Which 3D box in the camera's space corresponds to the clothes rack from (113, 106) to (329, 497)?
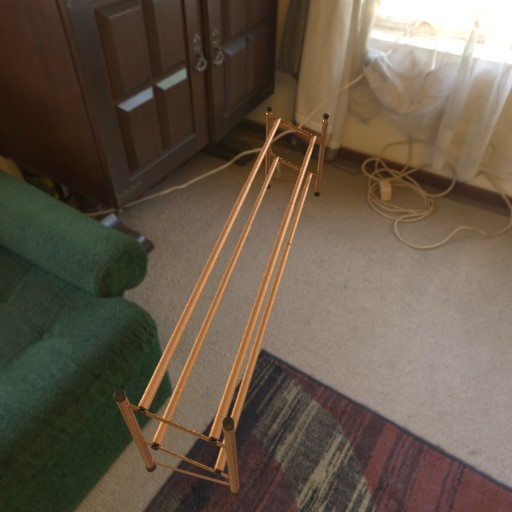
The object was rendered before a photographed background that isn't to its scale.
[{"bbox_3d":[0.000,0.000,1.291,0.229,0.349,1.168,11,46,10],"label":"clothes rack"}]
